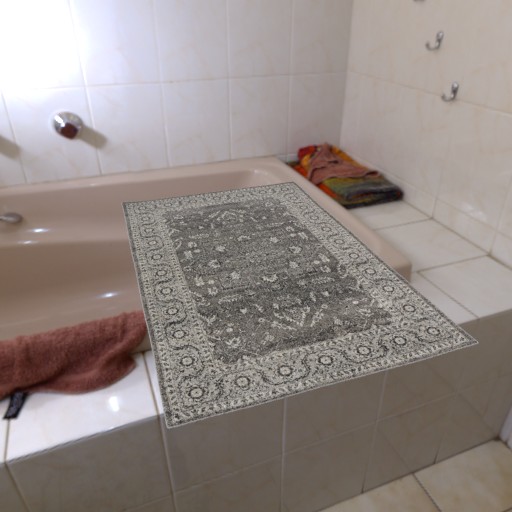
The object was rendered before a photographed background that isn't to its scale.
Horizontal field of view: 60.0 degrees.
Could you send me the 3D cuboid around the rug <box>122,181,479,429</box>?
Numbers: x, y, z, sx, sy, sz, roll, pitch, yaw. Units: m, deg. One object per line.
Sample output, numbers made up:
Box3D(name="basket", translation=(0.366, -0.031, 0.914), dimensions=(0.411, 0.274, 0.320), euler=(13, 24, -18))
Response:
Box3D(name="rug", translation=(0.000, 0.000, 2.288), dimensions=(1.209, 0.019, 1.828), euler=(-10, 32, -16))
